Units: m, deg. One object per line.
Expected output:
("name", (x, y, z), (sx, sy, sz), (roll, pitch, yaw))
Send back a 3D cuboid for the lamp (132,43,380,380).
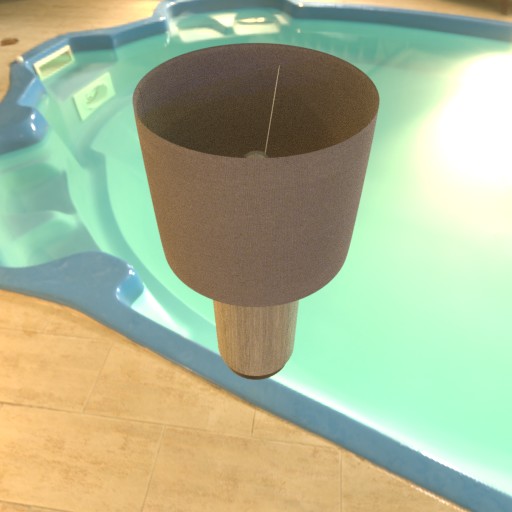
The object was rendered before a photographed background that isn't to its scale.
("lamp", (0.000, 0.000, 0.571), (0.228, 0.444, 0.228), (10, 47, 10))
